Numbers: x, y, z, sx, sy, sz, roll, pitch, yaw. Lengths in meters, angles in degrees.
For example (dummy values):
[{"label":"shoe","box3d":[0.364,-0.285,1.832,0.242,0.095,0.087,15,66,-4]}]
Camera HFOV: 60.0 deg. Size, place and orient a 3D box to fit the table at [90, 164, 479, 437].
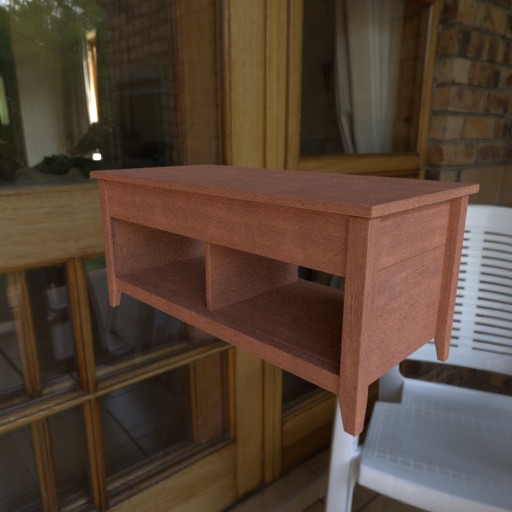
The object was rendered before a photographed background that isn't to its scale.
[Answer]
[{"label":"table","box3d":[0.000,0.000,1.291,1.016,0.457,0.483,15,21,43]}]
